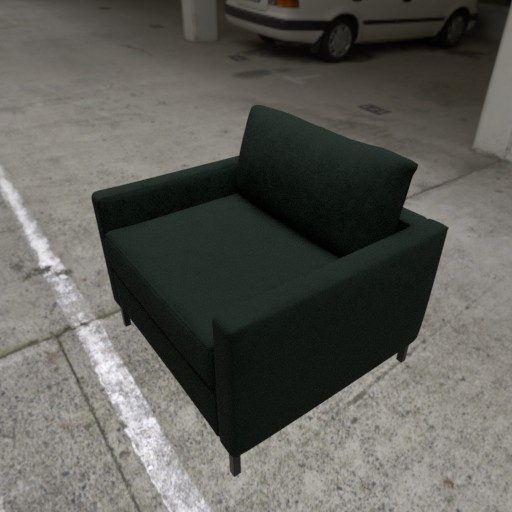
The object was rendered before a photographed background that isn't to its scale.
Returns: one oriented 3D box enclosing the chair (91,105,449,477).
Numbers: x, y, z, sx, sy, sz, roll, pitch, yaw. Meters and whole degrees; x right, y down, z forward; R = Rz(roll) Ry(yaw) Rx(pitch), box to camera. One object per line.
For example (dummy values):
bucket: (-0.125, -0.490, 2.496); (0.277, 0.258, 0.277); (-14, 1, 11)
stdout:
chair: (0.000, 0.000, 1.618); (0.866, 0.861, 0.963); (-22, 39, -30)
